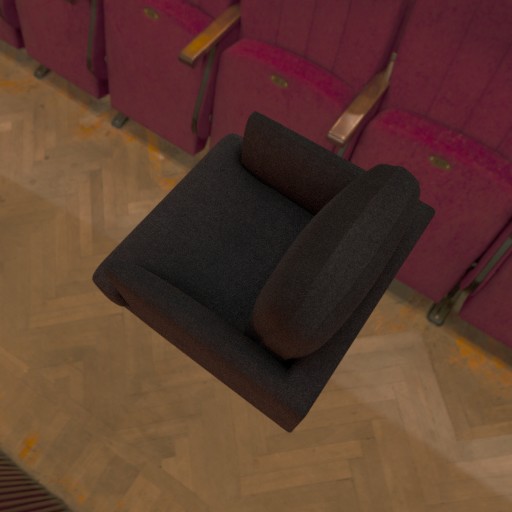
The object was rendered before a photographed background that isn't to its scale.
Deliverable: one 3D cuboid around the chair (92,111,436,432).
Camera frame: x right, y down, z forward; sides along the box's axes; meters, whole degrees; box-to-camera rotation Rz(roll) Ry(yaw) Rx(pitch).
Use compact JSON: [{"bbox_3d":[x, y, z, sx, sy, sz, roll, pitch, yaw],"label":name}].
[{"bbox_3d":[0.000,0.000,1.631,0.899,0.957,0.858,33,69,15],"label":"chair"}]
